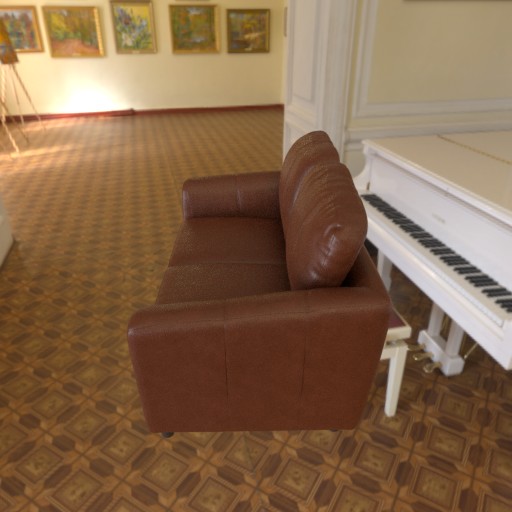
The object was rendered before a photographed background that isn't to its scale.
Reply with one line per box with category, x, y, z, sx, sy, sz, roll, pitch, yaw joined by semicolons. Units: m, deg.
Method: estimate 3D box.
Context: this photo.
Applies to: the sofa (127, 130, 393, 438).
sofa;0.000;0.000;1.959;0.805;0.906;1.406;0;28;-1
